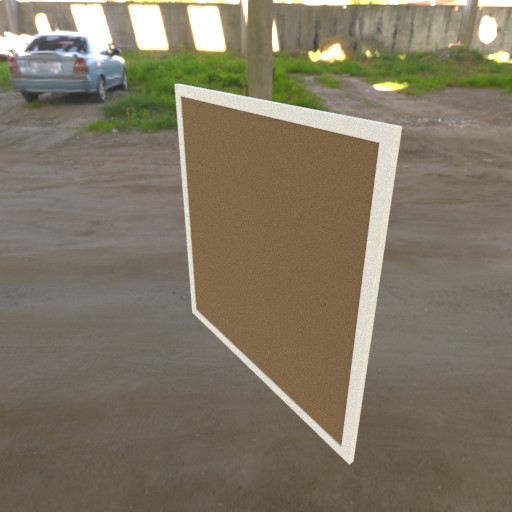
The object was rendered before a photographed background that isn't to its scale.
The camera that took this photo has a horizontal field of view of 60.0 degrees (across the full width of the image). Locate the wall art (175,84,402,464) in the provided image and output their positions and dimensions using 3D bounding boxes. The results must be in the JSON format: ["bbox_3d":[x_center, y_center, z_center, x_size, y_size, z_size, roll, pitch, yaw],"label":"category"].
[{"bbox_3d":[0.000,0.000,1.207,0.015,0.812,0.812,-18,32,-31],"label":"wall art"}]
